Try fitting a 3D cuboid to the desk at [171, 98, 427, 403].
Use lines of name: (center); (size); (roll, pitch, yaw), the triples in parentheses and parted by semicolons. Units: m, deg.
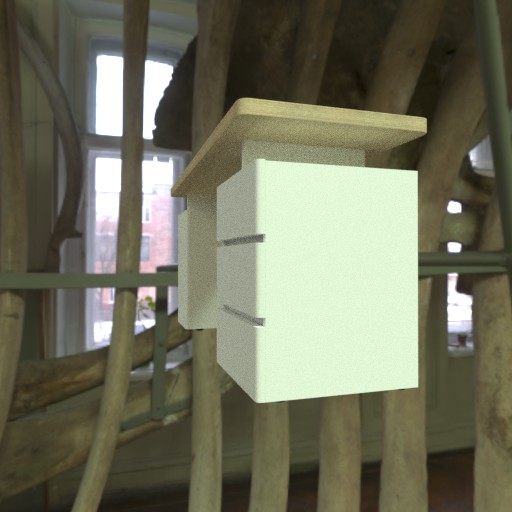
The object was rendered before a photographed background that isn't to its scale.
desk: (0.000, 0.000, 1.860); (0.550, 0.755, 1.500); (0, 0, -17)
